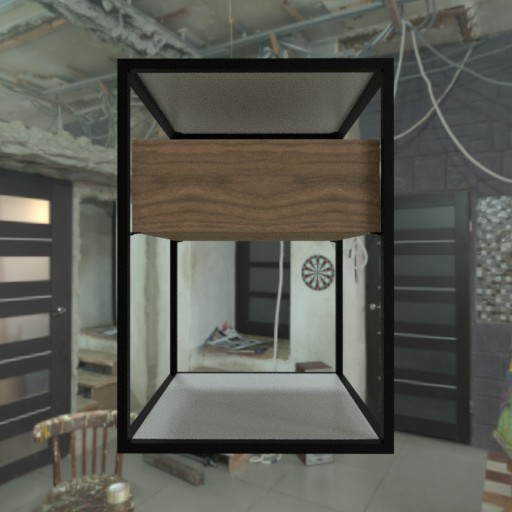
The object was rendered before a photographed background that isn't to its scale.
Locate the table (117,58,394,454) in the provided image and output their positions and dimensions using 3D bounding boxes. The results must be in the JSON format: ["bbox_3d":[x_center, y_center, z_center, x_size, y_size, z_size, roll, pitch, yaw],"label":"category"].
[{"bbox_3d":[0.000,0.000,0.793,0.378,0.540,0.378,0,0,0],"label":"table"}]
